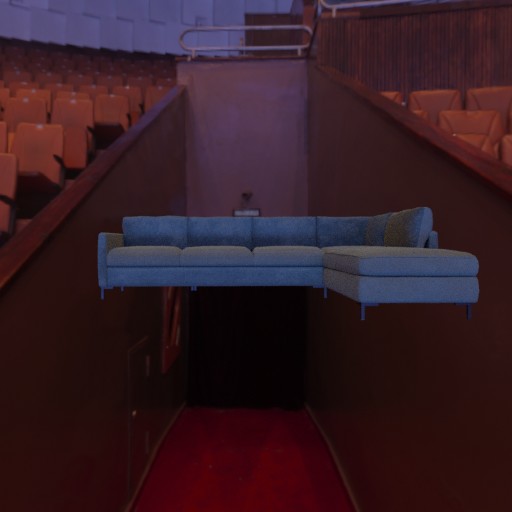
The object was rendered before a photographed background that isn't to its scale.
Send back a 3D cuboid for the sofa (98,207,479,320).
[{"bbox_3d":[0.000,0.000,3.304,2.486,0.687,1.707,0,2,-2],"label":"sofa"}]
